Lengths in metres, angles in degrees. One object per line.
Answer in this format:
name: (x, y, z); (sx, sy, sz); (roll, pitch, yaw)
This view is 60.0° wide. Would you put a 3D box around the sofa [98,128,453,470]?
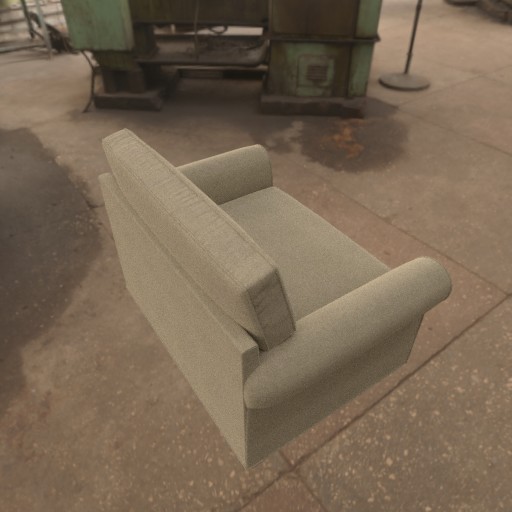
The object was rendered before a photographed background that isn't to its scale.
sofa: (0.000, 0.000, 2.034); (0.936, 0.991, 1.405); (-24, 45, -26)
